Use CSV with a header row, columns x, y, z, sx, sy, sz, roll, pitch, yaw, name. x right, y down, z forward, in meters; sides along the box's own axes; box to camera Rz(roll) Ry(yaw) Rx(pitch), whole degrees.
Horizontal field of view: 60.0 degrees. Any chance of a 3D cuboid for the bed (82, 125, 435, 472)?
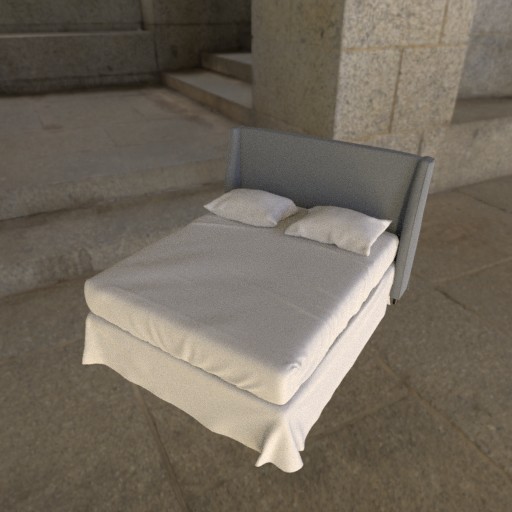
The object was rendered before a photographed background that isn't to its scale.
x,y,z,sx,sy,sz,roll,pitch,yaw,name
0.000,0.000,3.437,1.925,1.332,2.276,18,35,28,bed
